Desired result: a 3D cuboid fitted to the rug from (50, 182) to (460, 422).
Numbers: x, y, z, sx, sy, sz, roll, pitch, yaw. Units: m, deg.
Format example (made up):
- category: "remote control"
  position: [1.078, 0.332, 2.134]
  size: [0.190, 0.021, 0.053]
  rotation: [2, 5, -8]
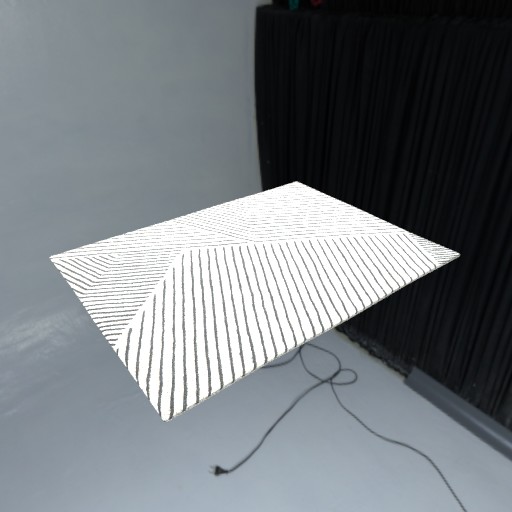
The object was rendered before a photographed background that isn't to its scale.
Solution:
- category: "rug"
  position: [0.000, 0.000, 3.282]
  size: [2.449, 0.028, 1.829]
  rotation: [-22, 37, -31]
